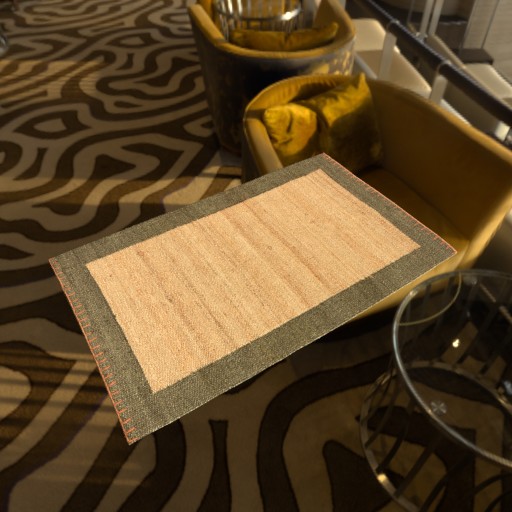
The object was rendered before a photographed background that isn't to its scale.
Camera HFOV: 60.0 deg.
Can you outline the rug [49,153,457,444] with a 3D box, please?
[{"bbox_3d":[0.000,0.000,3.058,2.435,0.006,1.521,-25,51,-22],"label":"rug"}]
